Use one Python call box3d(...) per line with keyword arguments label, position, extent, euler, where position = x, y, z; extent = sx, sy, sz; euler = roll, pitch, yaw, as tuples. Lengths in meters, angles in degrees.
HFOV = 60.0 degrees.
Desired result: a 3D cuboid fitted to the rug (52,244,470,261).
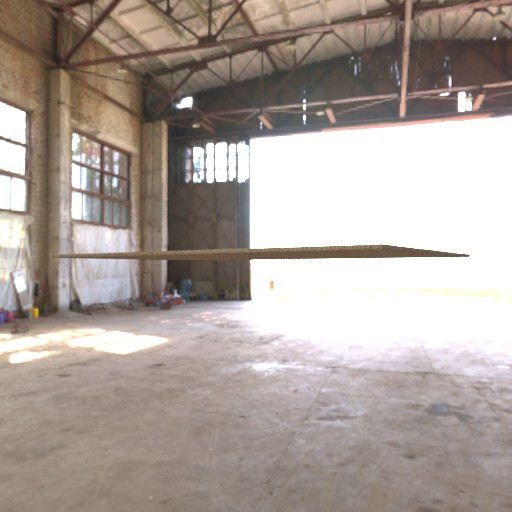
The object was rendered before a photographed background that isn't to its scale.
box3d(label="rug", position=(0.000, 0.000, 3.433), extent=(2.699, 0.025, 1.800), euler=(-1, -2, 37))
